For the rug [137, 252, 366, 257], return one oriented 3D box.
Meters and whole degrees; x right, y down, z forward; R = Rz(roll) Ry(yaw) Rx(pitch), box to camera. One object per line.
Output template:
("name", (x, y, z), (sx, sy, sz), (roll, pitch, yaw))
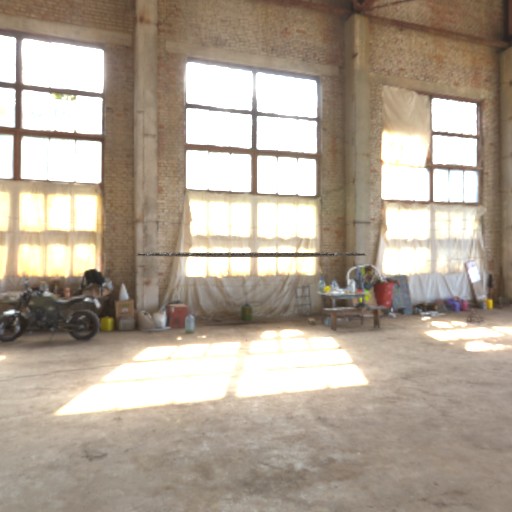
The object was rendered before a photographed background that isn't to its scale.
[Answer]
("rug", (0.000, 0.000, 2.733), (0.786, 0.013, 2.480), (0, 0, 1))
